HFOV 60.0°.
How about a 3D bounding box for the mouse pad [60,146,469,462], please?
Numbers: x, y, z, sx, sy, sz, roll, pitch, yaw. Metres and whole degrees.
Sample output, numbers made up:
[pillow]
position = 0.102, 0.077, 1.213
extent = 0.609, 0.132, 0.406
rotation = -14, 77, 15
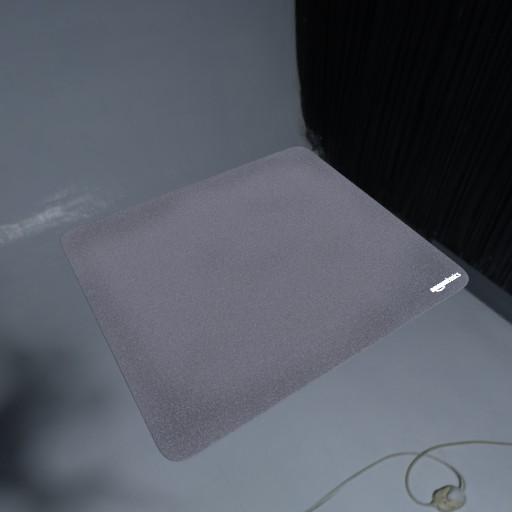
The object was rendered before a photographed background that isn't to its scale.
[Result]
[mouse pad]
position = 0.000, 0.000, 0.624
extent = 0.451, 0.002, 0.393
rotation = -25, 51, -22
